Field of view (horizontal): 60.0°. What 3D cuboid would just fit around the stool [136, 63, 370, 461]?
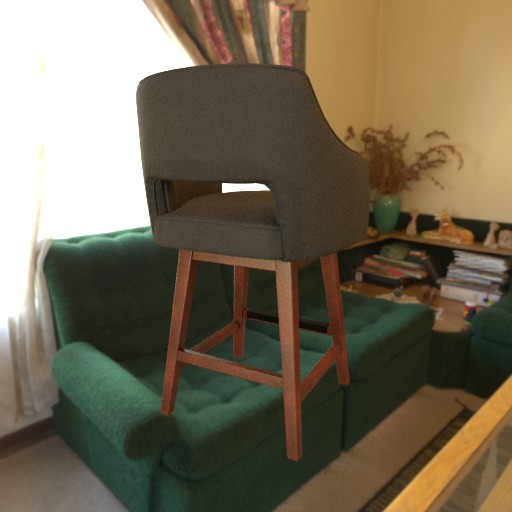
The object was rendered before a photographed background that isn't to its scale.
[{"bbox_3d":[0.000,0.000,1.237,0.548,0.912,0.558,7,15,27],"label":"stool"}]
